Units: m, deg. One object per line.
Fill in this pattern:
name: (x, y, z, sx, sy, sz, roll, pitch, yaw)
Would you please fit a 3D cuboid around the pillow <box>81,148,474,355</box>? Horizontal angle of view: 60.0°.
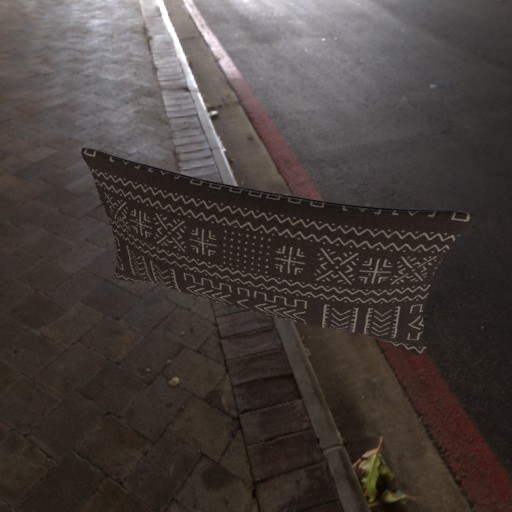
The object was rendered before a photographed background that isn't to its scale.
pillow: (0.000, 0.000, 0.806, 0.667, 0.322, 0.135, 12, 42, 14)
